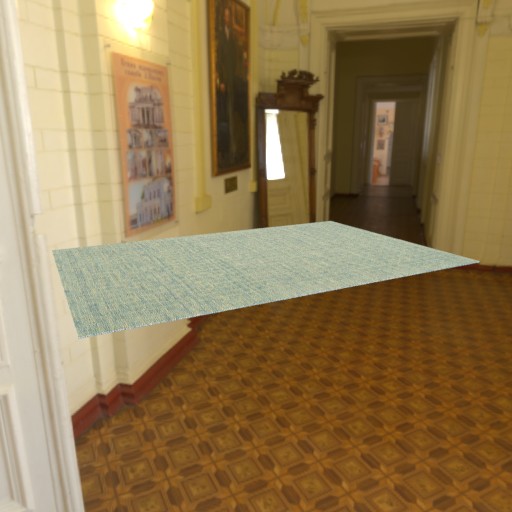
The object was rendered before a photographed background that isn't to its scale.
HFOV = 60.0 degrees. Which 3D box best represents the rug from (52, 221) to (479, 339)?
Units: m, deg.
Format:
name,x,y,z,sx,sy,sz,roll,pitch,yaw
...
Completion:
name,x,y,z,sx,sy,sz,roll,pitch,yaw
rug,0.000,0.000,2.162,1.752,0.006,1.142,-8,17,-26
